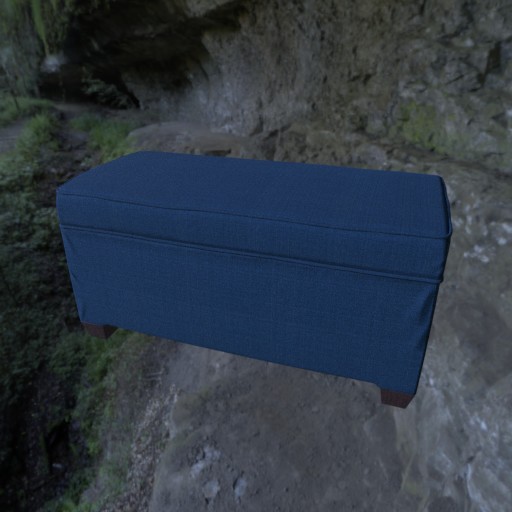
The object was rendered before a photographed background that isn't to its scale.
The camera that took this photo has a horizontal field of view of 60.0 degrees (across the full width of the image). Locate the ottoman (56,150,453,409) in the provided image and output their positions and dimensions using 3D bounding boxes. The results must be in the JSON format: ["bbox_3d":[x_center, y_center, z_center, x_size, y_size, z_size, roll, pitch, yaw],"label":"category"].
[{"bbox_3d":[0.000,0.000,1.245,0.943,0.474,0.474,9,28,17],"label":"ottoman"}]
